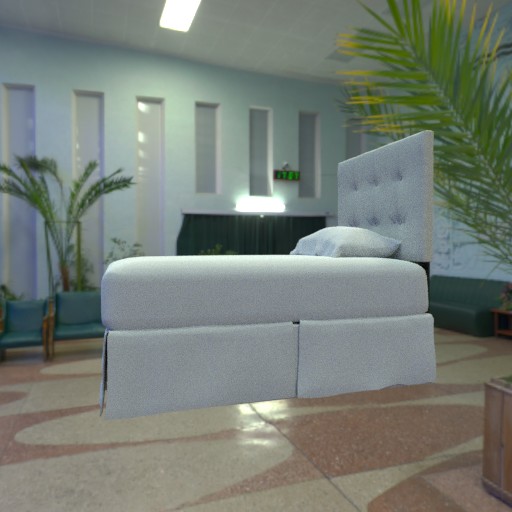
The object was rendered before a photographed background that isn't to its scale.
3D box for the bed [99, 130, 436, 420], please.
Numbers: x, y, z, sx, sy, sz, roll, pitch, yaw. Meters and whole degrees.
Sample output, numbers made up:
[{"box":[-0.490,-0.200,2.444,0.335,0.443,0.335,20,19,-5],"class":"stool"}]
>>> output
[{"box":[0.000,0.000,3.004,1.997,1.571,1.261,0,1,-17],"class":"bed"}]
